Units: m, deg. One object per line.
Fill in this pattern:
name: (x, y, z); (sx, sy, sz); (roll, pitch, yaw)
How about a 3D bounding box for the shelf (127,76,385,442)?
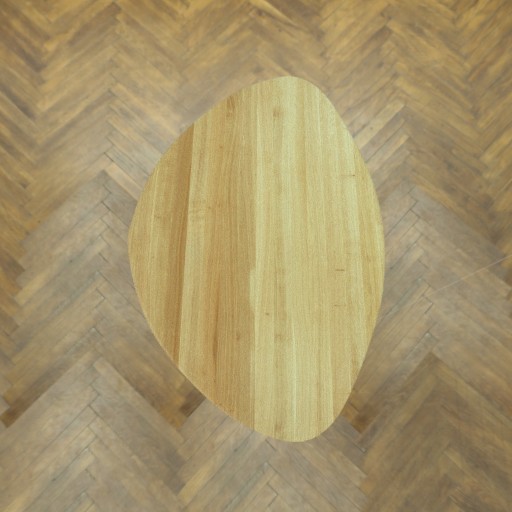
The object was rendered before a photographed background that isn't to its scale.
shelf: (0.000, 0.000, 1.670); (0.845, 0.440, 1.246); (0, 75, 0)
